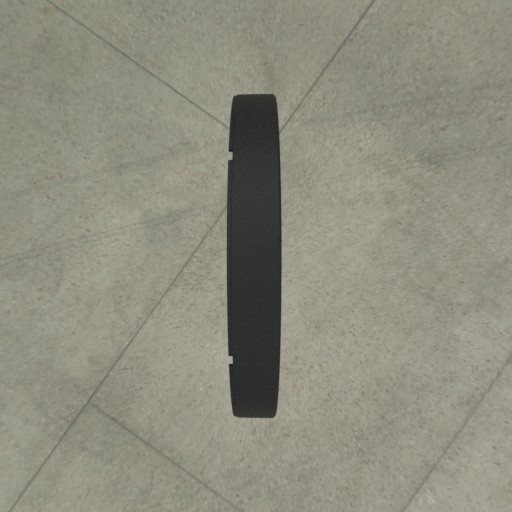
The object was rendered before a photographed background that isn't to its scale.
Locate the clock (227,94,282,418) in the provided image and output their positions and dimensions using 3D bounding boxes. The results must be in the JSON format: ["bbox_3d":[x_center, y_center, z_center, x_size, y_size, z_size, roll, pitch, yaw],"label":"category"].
[{"bbox_3d":[0.000,0.000,0.427,0.040,0.293,0.293,0,89,0],"label":"clock"}]
